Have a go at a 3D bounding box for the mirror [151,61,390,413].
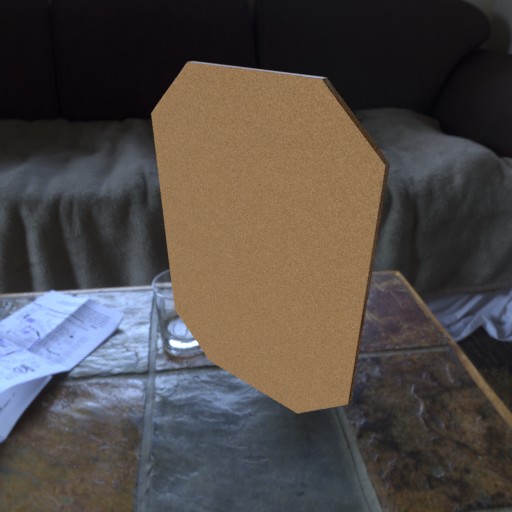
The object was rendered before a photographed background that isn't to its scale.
[{"bbox_3d":[0.000,0.000,1.285,0.709,1.015,0.061,22,38,32],"label":"mirror"}]
